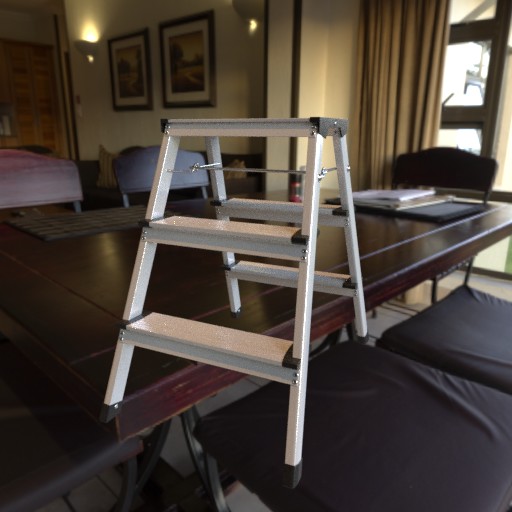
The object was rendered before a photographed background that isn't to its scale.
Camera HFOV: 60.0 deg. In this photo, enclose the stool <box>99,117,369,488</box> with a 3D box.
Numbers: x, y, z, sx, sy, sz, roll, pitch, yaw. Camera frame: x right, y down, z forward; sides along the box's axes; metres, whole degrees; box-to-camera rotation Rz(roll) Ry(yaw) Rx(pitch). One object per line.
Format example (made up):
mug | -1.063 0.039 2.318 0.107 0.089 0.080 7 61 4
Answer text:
stool | 0.000 0.000 1.022 0.437 0.605 0.622 7 18 24
